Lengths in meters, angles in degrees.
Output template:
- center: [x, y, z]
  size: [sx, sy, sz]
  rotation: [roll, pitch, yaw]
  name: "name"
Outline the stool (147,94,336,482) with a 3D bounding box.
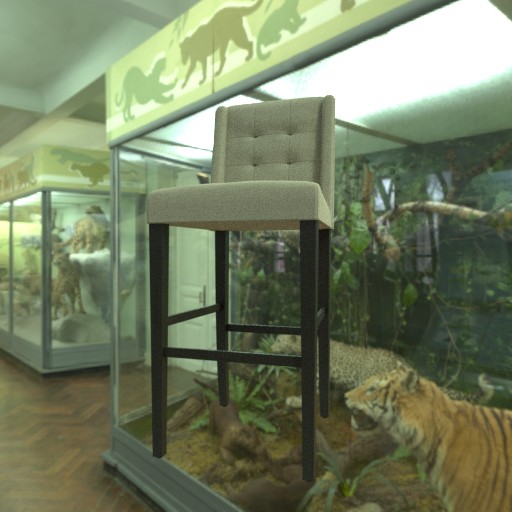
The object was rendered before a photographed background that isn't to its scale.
- center: [0.000, 0.000, 1.383]
  size: [0.474, 1.116, 0.509]
  rotation: [0, 1, 17]
  name: "stool"
